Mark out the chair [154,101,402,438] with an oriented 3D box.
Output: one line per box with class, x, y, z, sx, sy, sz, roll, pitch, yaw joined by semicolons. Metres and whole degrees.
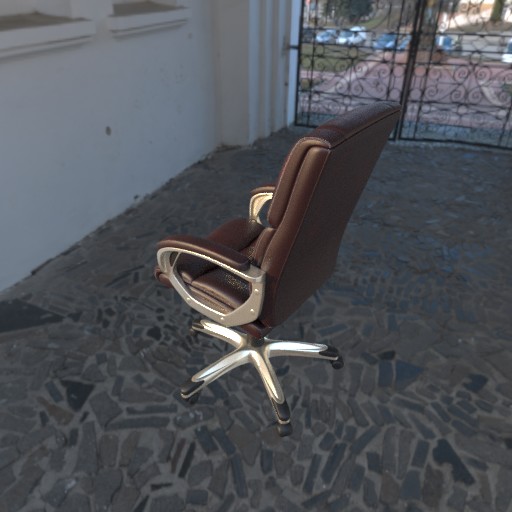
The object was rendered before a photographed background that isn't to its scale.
chair;0.000;0.000;1.589;0.739;1.107;0.662;21;38;30
